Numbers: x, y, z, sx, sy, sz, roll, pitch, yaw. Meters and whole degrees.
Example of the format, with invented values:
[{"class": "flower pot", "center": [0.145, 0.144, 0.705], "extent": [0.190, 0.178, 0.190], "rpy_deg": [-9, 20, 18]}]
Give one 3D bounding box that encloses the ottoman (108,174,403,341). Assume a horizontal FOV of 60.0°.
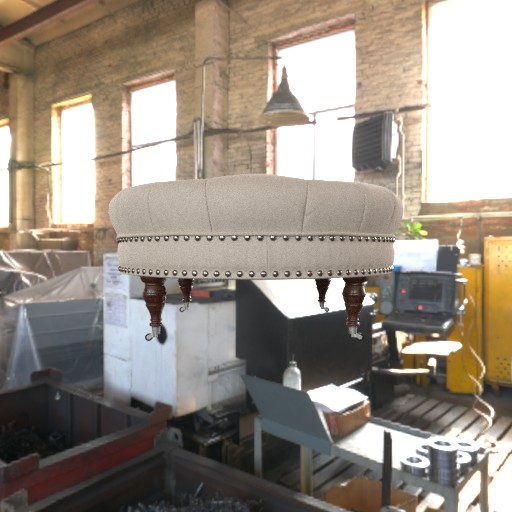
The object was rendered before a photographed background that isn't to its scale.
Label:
[{"class": "ottoman", "center": [0.000, 0.000, 1.428], "extent": [0.901, 0.439, 0.901], "rpy_deg": [0, 1, 0]}]
